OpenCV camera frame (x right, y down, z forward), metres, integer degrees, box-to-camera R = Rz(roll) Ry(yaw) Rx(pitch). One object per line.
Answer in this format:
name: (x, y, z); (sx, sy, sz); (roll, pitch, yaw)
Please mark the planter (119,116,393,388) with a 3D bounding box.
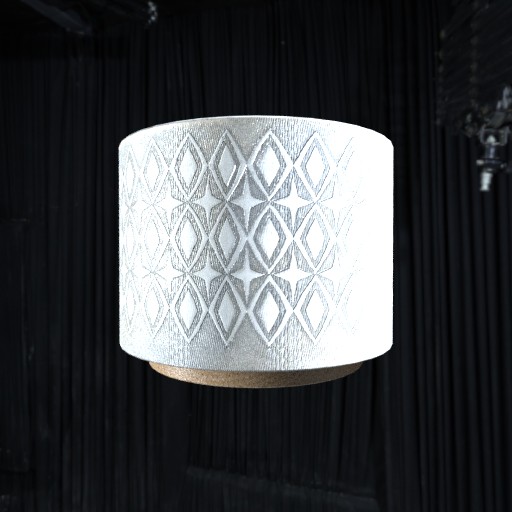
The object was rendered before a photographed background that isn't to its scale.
planter: (0.000, 0.000, 0.316); (0.186, 0.144, 0.186); (0, 1, 0)
